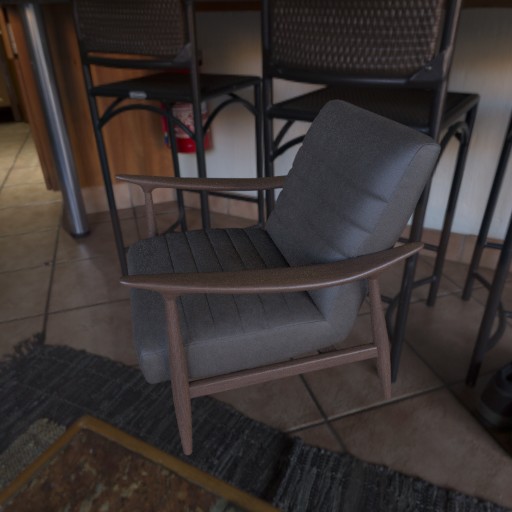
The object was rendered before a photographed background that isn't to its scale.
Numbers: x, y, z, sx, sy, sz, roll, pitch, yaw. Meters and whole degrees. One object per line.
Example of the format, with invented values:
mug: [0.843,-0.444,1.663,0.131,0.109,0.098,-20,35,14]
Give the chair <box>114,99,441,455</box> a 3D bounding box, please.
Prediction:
chair: [0.000,0.000,1.399,0.798,0.831,0.741,-8,31,-14]
